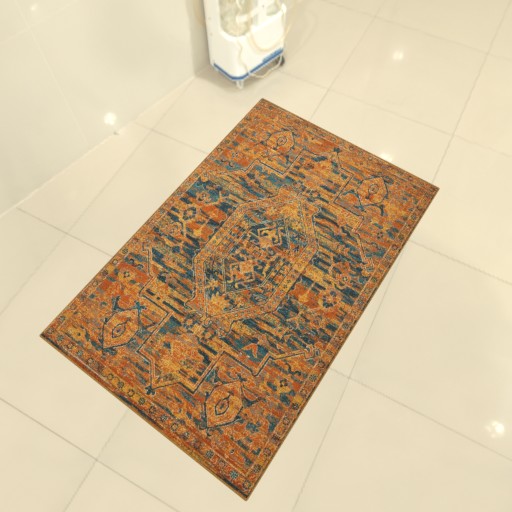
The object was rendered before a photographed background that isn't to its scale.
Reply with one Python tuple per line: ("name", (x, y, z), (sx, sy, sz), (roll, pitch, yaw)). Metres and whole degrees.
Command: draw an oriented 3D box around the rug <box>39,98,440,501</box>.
("rug", (0.000, 0.000, 1.056), (0.557, 0.008, 0.863), (32, 68, 15))
